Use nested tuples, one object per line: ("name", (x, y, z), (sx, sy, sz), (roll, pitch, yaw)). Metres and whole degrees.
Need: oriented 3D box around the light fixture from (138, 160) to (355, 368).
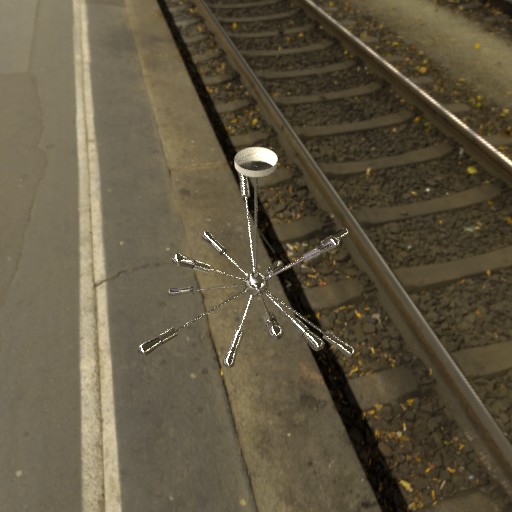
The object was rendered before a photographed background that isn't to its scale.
("light fixture", (0.000, 0.000, 1.092), (0.684, 0.558, 0.509), (-29, 52, -26))
